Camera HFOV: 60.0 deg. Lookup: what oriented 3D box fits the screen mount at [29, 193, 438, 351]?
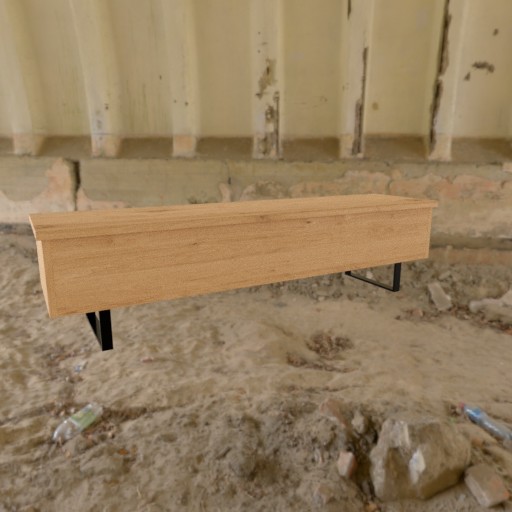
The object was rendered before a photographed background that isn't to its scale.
[{"bbox_3d":[0.000,0.000,1.918,1.700,0.430,0.450,-7,15,-28],"label":"screen mount"}]
